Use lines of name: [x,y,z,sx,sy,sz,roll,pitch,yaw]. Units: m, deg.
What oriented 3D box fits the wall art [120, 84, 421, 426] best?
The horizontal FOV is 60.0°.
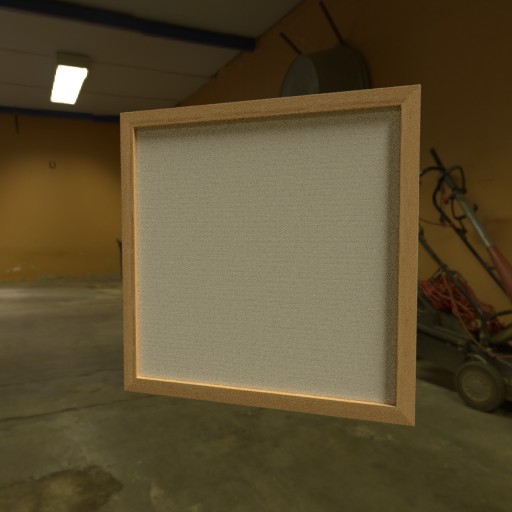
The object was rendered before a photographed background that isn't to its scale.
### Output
wall art: [0.000,0.000,1.113,0.762,0.762,0.027,1,3,18]
